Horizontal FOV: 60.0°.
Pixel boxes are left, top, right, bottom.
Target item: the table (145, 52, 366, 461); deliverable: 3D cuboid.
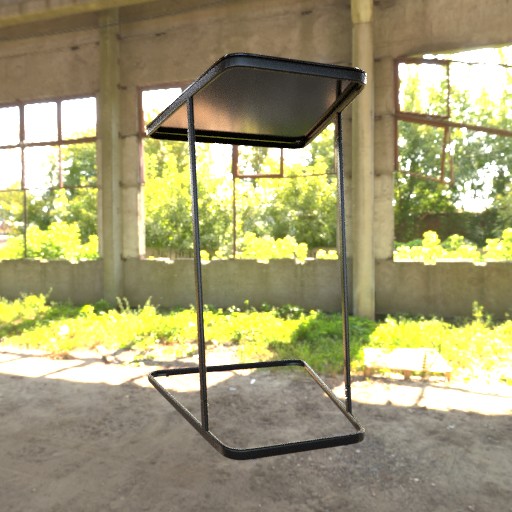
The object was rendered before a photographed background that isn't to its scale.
[{"bbox_3d":[0.000,0.000,0.940,0.427,0.624,0.500,0,1,-18],"label":"table"}]
